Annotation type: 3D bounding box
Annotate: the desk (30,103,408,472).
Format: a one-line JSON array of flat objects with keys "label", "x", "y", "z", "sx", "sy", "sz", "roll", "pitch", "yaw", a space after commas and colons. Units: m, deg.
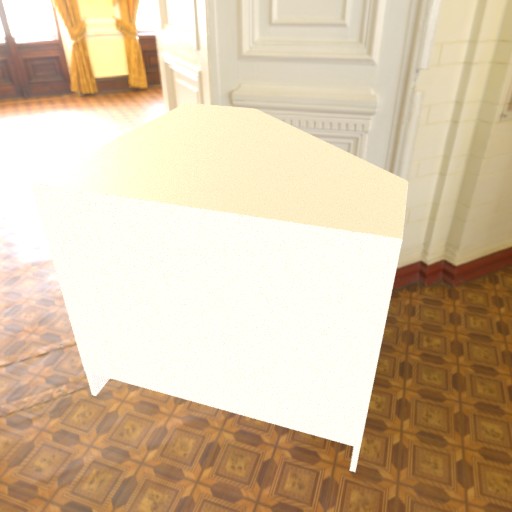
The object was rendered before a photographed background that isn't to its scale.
[{"label": "desk", "x": 0.000, "y": 0.000, "z": 1.624, "sx": 0.940, "sy": 0.818, "sz": 0.926, "roll": 10, "pitch": 33, "yaw": 15}]
